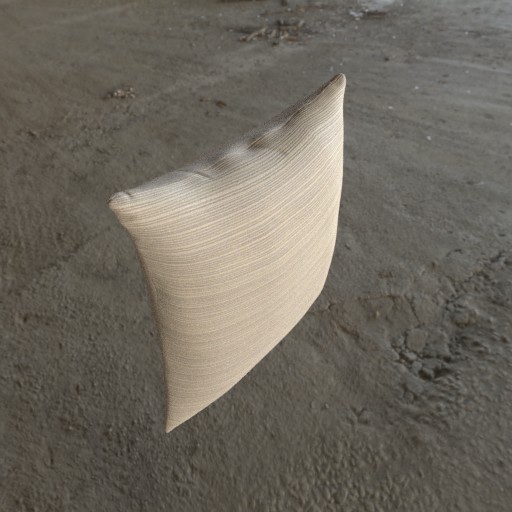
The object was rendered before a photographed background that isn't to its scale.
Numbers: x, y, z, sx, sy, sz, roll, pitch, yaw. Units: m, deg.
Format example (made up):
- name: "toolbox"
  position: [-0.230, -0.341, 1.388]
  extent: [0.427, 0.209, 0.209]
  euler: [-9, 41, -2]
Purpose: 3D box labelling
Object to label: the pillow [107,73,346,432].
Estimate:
- name: "pillow"
  position: [0.000, 0.000, 0.779]
  extent: [0.204, 0.497, 0.512]
  euler: [27, 48, 27]
